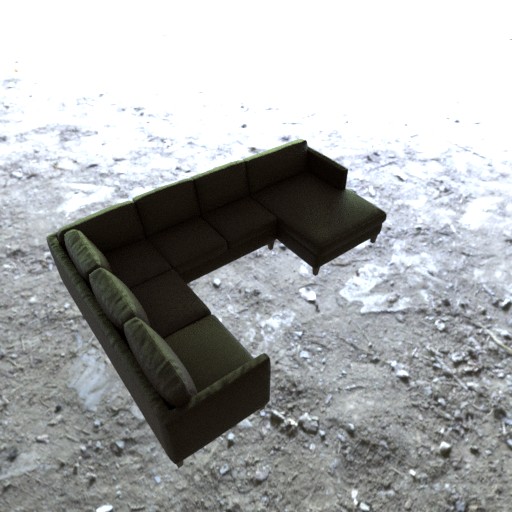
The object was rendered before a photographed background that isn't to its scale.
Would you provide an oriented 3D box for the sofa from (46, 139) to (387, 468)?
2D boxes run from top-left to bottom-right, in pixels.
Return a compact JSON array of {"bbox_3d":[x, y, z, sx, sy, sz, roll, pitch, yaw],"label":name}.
[{"bbox_3d":[0.000,0.000,4.660,3.460,0.923,2.593,-26,48,-27],"label":"sofa"}]
